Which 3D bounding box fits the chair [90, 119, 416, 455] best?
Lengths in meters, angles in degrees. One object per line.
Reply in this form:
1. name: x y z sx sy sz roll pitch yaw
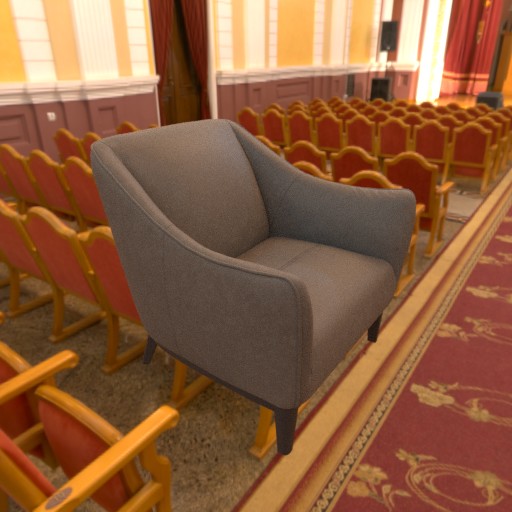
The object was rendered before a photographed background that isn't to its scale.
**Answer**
1. chair: 0.000 0.000 1.571 0.852 0.830 0.871 17 30 32
